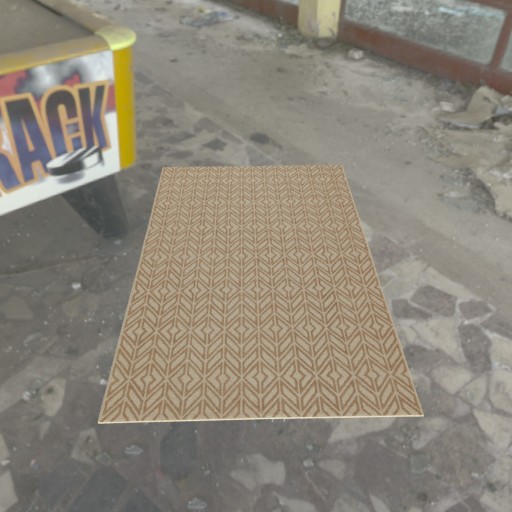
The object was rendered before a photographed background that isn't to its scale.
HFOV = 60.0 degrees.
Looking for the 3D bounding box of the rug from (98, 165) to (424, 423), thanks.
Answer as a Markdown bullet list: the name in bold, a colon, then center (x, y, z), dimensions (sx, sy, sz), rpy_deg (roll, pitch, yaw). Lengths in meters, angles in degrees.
- **rug**: center (0.000, 0.000, 2.334), dimensions (1.220, 0.007, 1.828), rpy_deg (-1, 42, -1)
